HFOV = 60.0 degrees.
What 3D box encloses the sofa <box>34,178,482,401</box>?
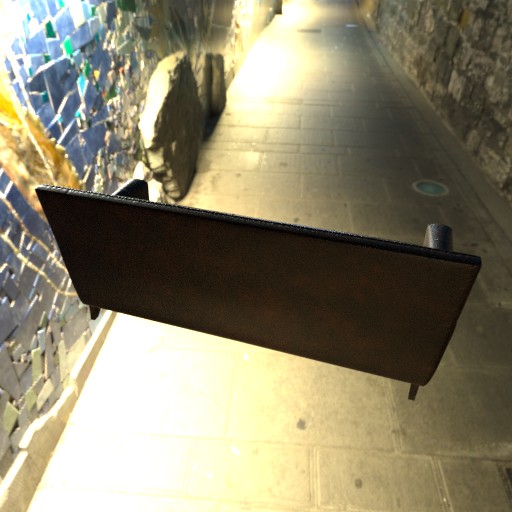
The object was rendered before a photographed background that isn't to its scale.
[{"bbox_3d":[0.000,0.000,2.413,1.995,0.871,0.786,11,36,15],"label":"sofa"}]
